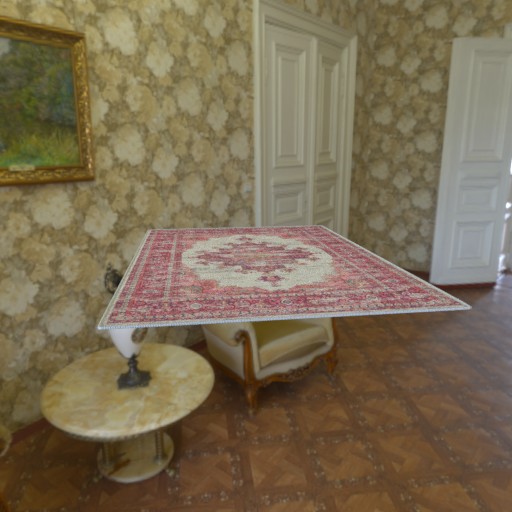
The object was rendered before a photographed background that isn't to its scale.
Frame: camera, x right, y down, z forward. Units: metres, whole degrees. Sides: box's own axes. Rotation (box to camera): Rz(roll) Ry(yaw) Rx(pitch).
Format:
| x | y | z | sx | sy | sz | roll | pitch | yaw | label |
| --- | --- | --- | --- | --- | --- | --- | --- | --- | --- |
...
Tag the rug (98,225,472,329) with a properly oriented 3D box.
| x | y | z | sx | sy | sz | roll | pitch | yaw | label |
| --- | --- | --- | --- | --- | --- | --- | --- | --- | --- |
| 0.000 | 0.000 | 3.694 | 2.005 | 0.014 | 2.878 | -2 | 13 | -8 | rug |
